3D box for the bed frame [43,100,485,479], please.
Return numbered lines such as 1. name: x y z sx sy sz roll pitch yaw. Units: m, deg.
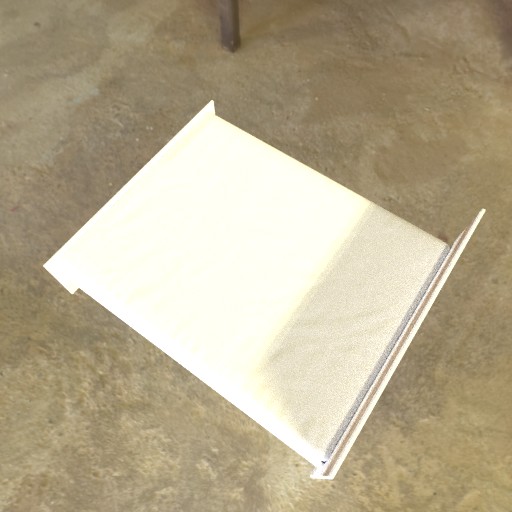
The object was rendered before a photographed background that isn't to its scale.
1. bed frame: 0.000 0.000 2.894 2.060 0.800 1.720 33 68 15
